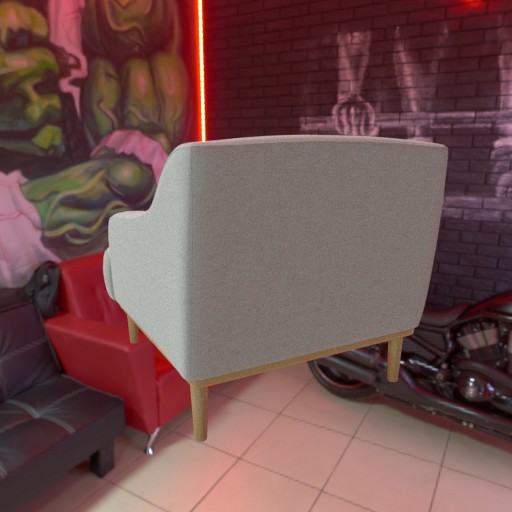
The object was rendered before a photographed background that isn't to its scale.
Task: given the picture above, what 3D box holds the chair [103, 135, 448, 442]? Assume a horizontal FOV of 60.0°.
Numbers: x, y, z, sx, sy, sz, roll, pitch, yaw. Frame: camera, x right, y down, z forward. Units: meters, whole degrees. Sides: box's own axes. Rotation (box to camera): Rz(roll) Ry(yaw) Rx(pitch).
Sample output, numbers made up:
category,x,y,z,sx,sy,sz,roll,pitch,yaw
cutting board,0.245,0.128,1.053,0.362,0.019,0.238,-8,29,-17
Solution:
category,x,y,z,sx,sy,sz,roll,pitch,yaw
chair,0.000,0.000,1.604,0.946,0.818,0.951,-7,15,-27
